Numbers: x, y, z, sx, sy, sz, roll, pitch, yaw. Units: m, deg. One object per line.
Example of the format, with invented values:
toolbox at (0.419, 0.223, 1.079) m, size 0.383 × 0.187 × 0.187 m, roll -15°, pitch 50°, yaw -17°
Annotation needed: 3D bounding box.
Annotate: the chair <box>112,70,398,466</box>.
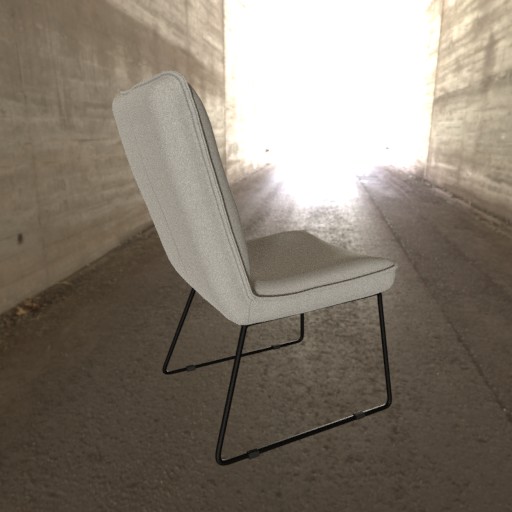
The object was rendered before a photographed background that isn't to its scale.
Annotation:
chair at (0.000, 0.000, 1.307) m, size 0.688 × 0.930 × 0.515 m, roll -8°, pitch 17°, yaw -26°
